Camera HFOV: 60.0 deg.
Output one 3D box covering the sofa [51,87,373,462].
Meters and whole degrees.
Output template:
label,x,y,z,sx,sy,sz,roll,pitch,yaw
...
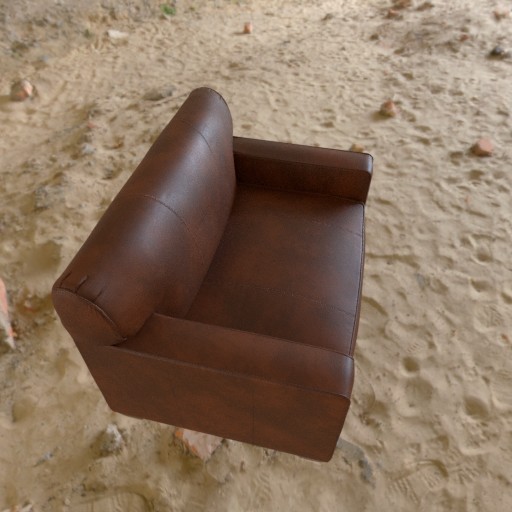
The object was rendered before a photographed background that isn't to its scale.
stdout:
label,x,y,z,sx,sy,sz,roll,pitch,yaw
sofa,0.000,0.000,2.011,1.000,0.956,1.413,10,47,9
